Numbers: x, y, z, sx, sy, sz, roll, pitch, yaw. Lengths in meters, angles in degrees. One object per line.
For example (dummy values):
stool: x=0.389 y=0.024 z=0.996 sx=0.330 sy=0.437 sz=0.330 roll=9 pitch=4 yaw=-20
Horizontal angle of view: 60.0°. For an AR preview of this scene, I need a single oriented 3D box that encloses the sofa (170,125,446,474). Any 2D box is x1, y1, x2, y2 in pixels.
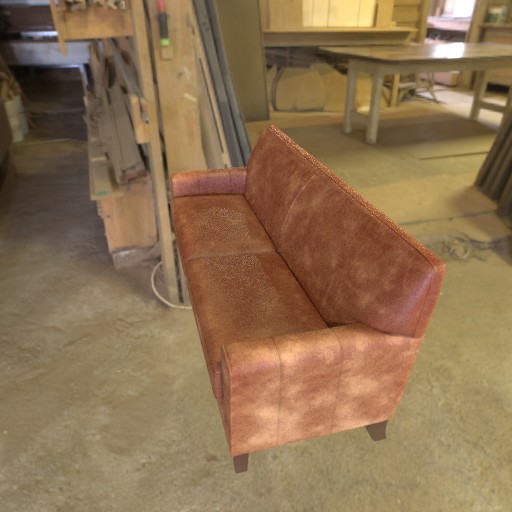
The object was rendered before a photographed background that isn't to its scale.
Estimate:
sofa: x=0.000 y=0.000 z=2.488 sx=0.805 sy=0.947 sz=2.053 roll=-8 pitch=31 yaw=-13
